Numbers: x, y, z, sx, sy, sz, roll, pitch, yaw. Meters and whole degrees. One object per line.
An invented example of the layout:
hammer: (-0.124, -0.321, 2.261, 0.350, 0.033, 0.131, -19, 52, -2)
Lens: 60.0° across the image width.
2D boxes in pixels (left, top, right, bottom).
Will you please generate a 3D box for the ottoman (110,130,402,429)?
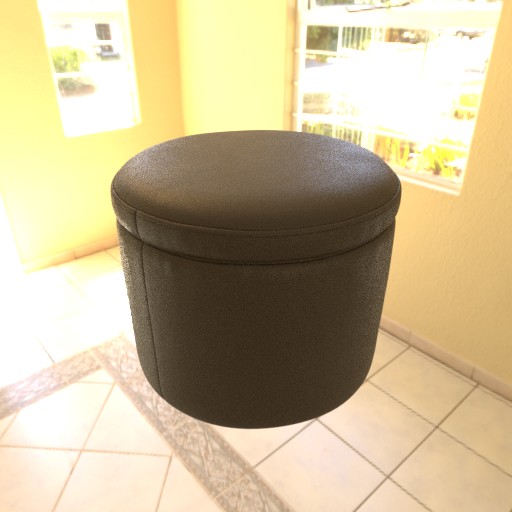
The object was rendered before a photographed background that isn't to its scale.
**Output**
ottoman: (0.000, 0.000, 0.863, 0.500, 0.409, 0.500, 0, 29, 0)
